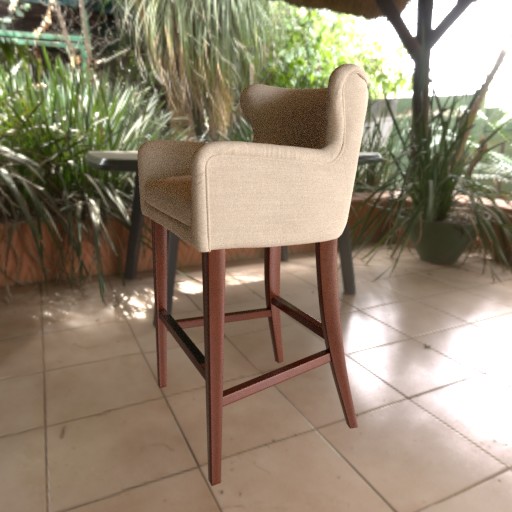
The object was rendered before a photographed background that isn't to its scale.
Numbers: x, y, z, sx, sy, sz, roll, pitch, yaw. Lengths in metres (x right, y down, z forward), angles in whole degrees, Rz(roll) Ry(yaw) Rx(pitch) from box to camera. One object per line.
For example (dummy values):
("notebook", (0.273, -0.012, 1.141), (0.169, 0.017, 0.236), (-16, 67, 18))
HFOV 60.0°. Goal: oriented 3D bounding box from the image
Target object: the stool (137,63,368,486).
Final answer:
("stool", (0.000, 0.000, 1.338), (0.563, 1.034, 0.556), (-7, 17, -26))
